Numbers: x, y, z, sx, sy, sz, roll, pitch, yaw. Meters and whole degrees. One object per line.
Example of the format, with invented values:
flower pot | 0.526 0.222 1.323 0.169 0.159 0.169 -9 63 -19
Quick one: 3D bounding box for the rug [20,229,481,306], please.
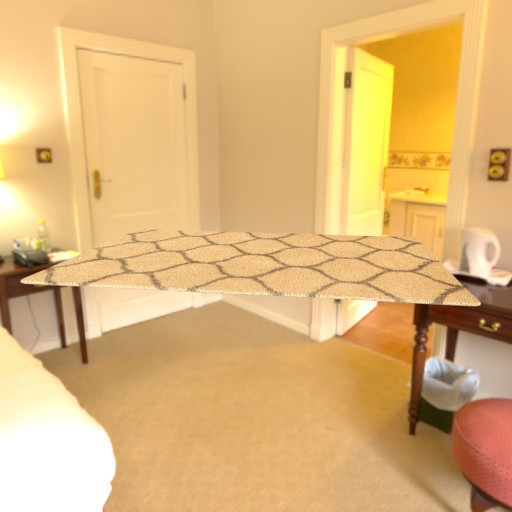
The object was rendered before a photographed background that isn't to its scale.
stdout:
rug | 0.000 0.000 3.413 2.701 0.026 1.801 2 14 9
